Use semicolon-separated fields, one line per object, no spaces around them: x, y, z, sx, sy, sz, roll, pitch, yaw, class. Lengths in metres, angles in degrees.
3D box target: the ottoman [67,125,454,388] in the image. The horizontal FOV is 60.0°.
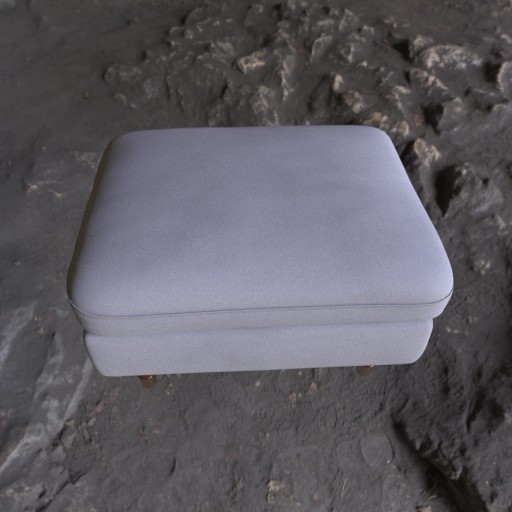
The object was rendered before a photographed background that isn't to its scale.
0.000;0.000;1.106;0.747;0.478;0.593;-3;47;-2;ottoman
